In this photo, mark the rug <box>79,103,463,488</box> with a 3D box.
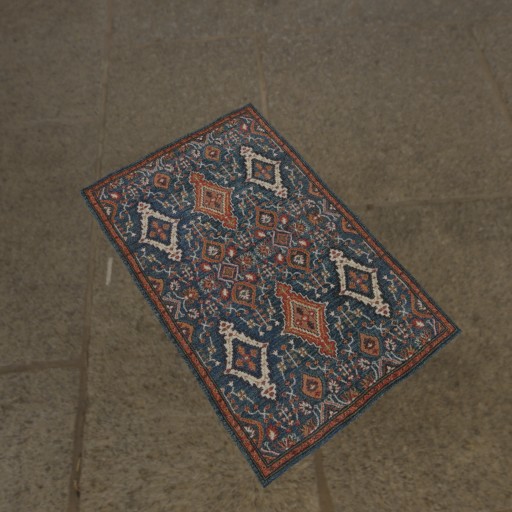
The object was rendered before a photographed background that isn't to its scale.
[{"bbox_3d":[0.000,0.000,4.273,2.190,0.008,3.371,-32,68,-15],"label":"rug"}]
